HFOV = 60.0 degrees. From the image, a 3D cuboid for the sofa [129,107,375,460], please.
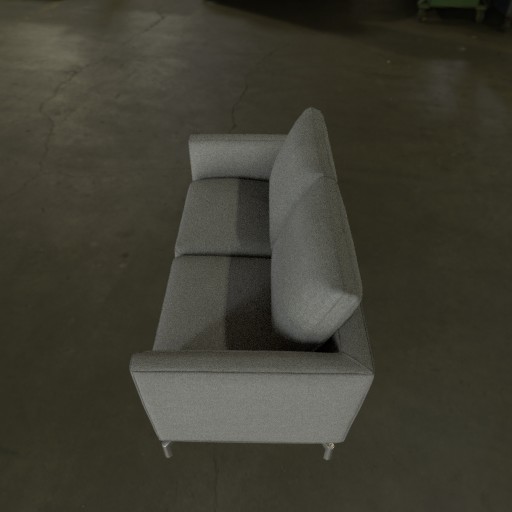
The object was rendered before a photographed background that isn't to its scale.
[{"bbox_3d":[0.000,0.000,2.134,0.803,0.924,1.594,1,43,1],"label":"sofa"}]
